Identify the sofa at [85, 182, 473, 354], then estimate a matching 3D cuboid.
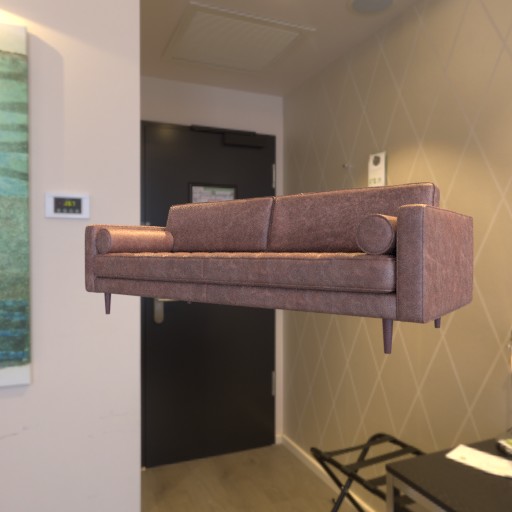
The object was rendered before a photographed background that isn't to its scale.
[{"bbox_3d":[0.000,0.000,2.623,2.210,0.762,0.914,0,1,37],"label":"sofa"}]
